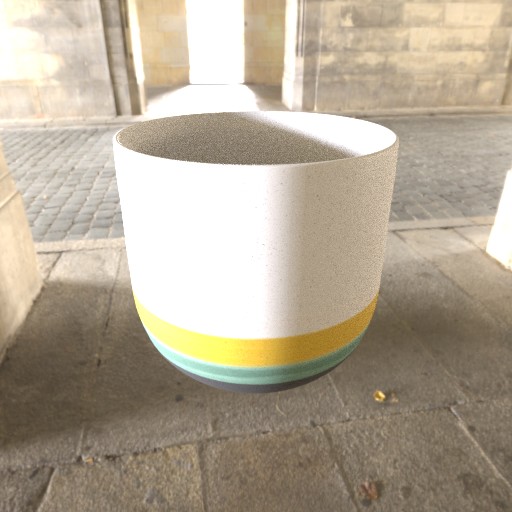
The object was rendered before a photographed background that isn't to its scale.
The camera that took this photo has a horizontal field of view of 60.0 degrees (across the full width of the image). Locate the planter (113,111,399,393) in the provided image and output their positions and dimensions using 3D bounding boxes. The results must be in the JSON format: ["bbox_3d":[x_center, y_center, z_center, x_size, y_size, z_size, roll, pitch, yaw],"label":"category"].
[{"bbox_3d":[0.000,0.000,0.487,0.268,0.270,0.268,0,26,0],"label":"planter"}]
